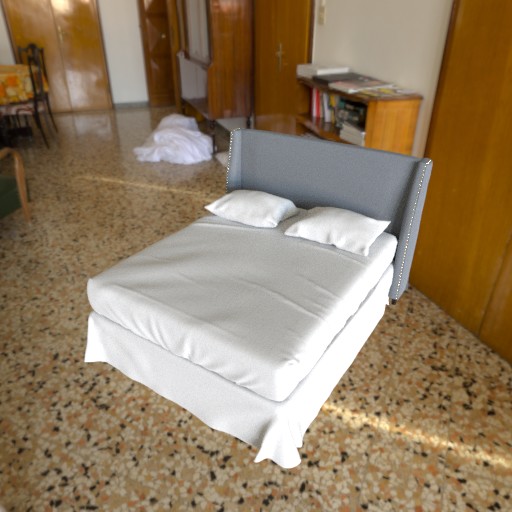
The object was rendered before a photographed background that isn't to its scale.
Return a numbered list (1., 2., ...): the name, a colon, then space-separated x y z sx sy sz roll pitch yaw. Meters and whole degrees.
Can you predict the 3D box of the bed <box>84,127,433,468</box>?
1. bed: 0.000 0.000 3.485 1.925 1.332 2.276 18 34 29
